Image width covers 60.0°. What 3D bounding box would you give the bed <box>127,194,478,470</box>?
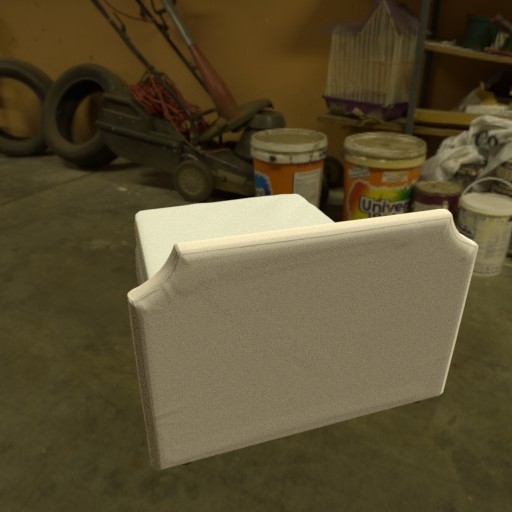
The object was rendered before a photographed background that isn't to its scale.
[{"bbox_3d":[0.000,0.000,3.204,1.828,1.297,2.164,-8,28,-16],"label":"bed"}]
